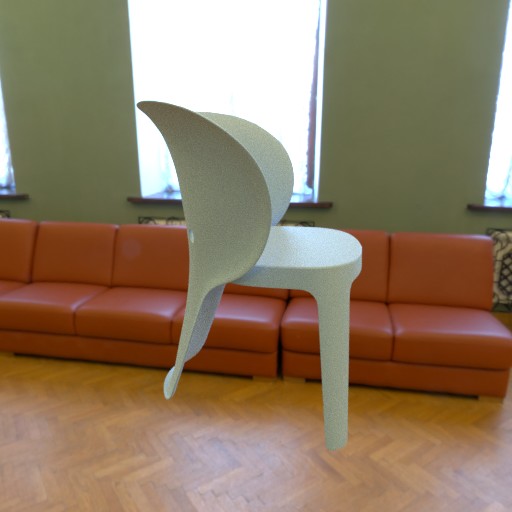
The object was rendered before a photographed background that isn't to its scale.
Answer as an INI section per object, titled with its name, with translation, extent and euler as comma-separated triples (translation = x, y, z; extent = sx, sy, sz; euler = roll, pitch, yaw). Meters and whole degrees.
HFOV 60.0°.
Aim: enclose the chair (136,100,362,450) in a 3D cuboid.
[chair]
translation = 0.000, 0.000, 0.863
extent = 0.402, 0.554, 0.451
euler = 2, 16, 9
